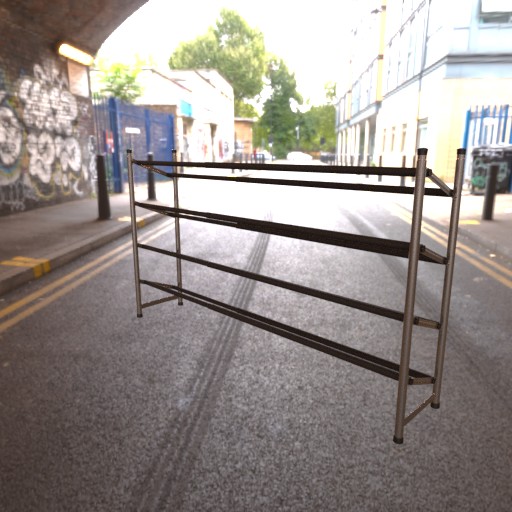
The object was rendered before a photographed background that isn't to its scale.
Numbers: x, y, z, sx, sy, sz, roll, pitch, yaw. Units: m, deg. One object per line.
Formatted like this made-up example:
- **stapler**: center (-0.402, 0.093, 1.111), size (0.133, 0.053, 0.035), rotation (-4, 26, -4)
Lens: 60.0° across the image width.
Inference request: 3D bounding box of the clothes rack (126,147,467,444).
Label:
- **clothes rack**: center (0.000, 0.000, 1.429), size (1.168, 0.672, 0.229), rotation (13, 18, 43)
